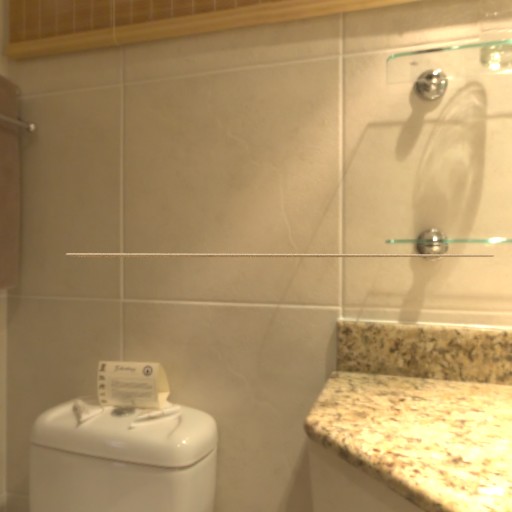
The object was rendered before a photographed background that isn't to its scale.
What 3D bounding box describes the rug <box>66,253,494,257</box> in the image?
[{"bbox_3d":[0.000,0.000,3.900,2.945,0.014,2.353,0,0,-20],"label":"rug"}]
